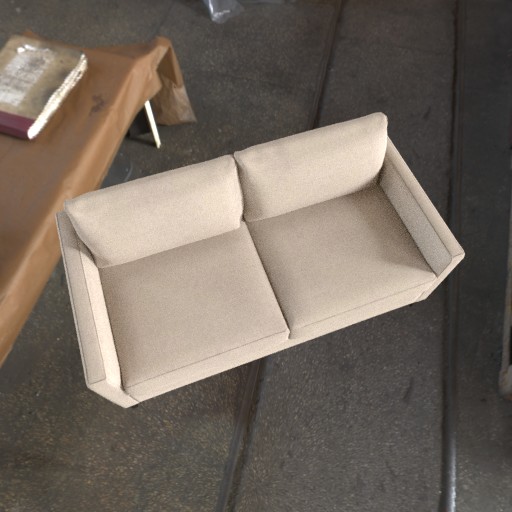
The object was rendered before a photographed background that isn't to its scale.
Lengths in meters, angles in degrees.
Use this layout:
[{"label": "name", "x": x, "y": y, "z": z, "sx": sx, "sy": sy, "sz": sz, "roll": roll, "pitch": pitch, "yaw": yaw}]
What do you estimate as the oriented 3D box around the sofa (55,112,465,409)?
[{"label": "sofa", "x": 0.000, "y": 0.000, "z": 2.151, "sx": 1.682, "sy": 0.840, "sz": 0.875, "roll": -18, "pitch": 64, "yaw": -9}]
